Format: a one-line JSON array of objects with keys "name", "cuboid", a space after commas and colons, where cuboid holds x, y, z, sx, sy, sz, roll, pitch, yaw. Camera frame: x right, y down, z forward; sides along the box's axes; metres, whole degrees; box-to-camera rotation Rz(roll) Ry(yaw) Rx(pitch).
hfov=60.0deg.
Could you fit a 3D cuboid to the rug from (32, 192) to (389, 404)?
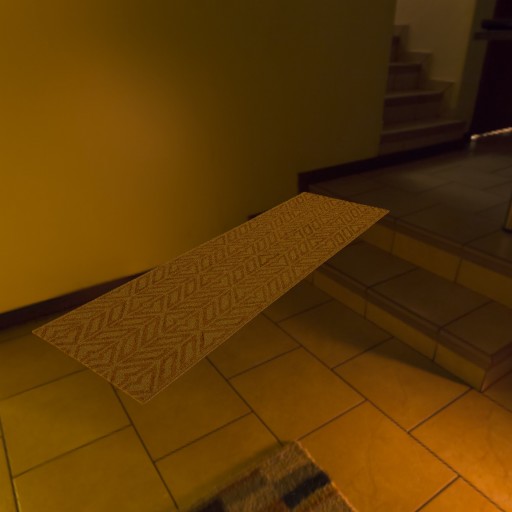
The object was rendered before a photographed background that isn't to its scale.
[{"name": "rug", "cuboid": [0.000, 0.000, 2.696, 0.750, 0.009, 2.435, 18, 32, 32]}]
